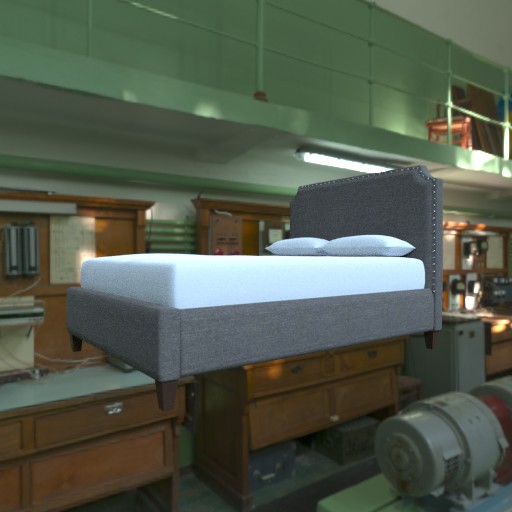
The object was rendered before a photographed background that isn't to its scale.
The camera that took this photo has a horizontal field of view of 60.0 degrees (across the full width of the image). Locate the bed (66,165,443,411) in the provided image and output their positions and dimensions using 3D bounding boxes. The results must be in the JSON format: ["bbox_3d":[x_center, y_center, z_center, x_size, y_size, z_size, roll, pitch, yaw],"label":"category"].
[{"bbox_3d":[0.000,0.000,3.434,2.381,1.457,1.713,0,0,-37],"label":"bed"}]
